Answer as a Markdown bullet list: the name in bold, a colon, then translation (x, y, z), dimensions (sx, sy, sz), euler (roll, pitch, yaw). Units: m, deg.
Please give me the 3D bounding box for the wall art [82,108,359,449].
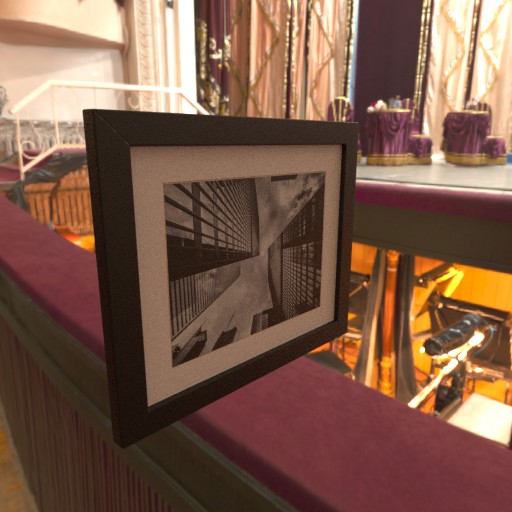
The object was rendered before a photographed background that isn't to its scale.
- **wall art**: translation (0.000, 0.000, 0.764), dimensions (0.558, 0.457, 0.031), euler (-14, 20, -43)
